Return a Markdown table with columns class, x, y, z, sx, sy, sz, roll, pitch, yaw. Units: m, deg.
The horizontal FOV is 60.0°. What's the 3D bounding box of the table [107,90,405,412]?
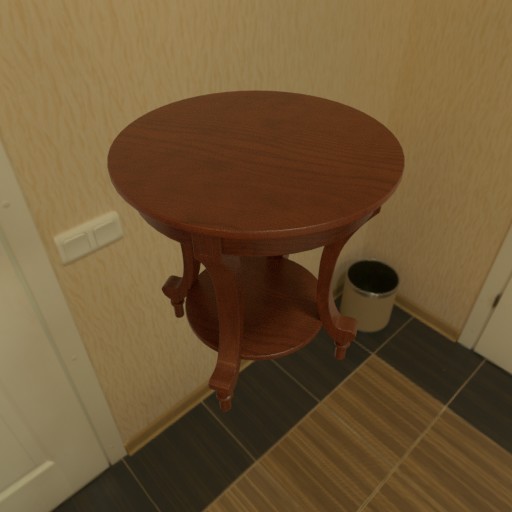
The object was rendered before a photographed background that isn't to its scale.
| class | x | y | z | sx | sy | sz | roll | pitch | yaw |
| --- | --- | --- | --- | --- | --- | --- | --- | --- | --- |
| table | 0.000 | 0.000 | 1.113 | 0.597 | 0.612 | 0.597 | 0 | 41 | 0 |
